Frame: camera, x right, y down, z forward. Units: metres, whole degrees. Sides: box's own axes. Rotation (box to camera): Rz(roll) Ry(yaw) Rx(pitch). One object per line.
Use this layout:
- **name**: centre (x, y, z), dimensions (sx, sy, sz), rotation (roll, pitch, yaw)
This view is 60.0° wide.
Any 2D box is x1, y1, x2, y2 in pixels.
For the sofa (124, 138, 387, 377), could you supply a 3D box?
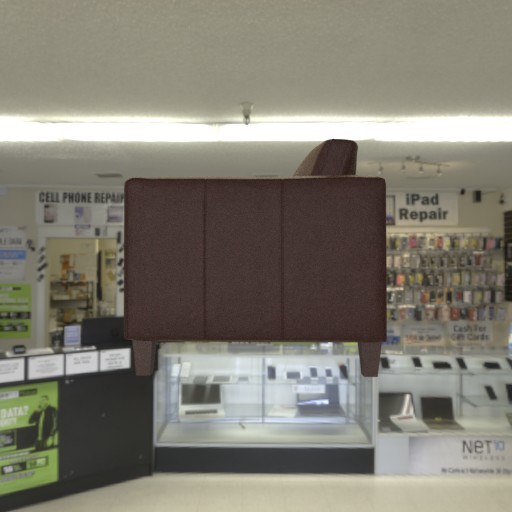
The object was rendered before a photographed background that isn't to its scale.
- **sofa**: centre (0.000, 0.000, 2.450), dimensions (0.923, 0.863, 1.971), rotation (0, -1, 1)
